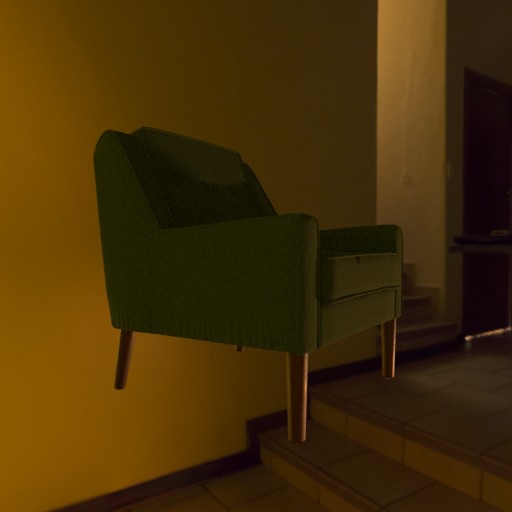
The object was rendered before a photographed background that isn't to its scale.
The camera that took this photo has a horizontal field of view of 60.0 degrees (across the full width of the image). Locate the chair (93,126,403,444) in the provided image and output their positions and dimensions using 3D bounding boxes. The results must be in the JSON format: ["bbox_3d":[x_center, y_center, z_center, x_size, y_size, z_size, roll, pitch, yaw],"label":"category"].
[{"bbox_3d":[0.000,0.000,1.367,0.743,0.792,0.663,1,2,36],"label":"chair"}]
